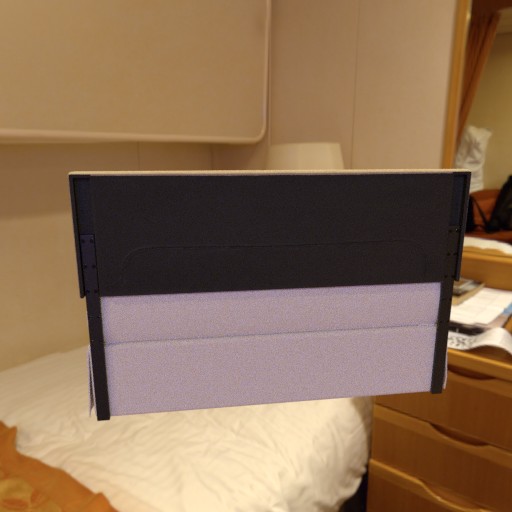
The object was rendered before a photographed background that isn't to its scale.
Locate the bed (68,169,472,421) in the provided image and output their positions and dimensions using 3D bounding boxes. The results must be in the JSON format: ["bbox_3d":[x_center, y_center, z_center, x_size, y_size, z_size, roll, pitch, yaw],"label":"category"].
[{"bbox_3d":[0.000,0.000,3.317,2.170,1.346,1.914,-2,14,-8],"label":"bed"}]
